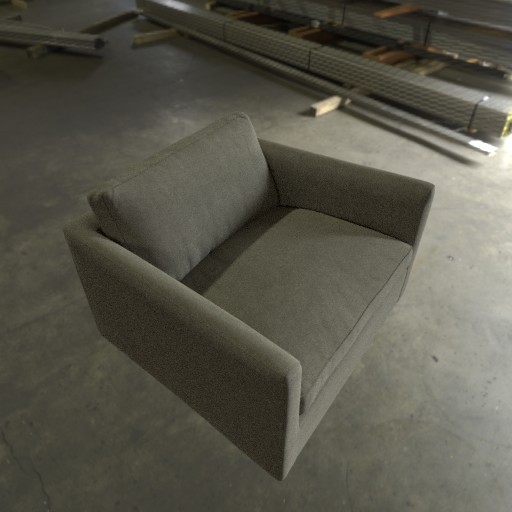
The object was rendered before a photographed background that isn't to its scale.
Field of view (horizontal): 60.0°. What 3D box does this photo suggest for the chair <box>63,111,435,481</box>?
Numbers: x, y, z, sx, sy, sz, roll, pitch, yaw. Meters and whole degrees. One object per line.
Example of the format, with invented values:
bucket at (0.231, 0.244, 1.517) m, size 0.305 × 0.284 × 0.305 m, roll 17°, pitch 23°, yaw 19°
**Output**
chair at (0.000, 0.000, 1.900) m, size 1.091 × 0.845 × 1.190 m, roll 25°, pitch 46°, yaw 26°
